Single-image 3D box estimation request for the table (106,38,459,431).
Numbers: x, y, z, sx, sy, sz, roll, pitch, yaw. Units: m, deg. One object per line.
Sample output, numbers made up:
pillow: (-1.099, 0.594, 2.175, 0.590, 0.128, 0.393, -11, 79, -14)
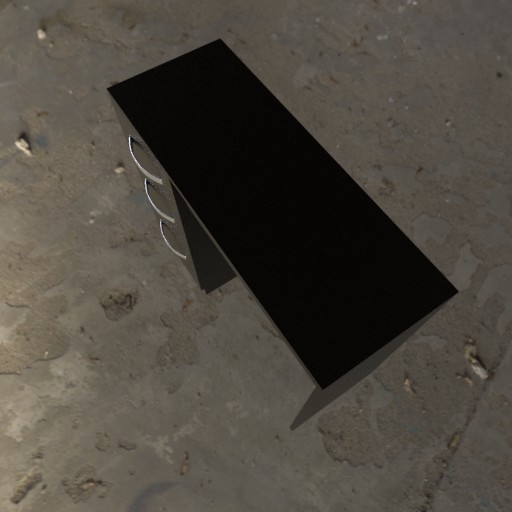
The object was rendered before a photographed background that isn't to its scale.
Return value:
table: (0.000, 0.000, 1.387, 0.380, 0.790, 0.930, -31, 67, -14)
